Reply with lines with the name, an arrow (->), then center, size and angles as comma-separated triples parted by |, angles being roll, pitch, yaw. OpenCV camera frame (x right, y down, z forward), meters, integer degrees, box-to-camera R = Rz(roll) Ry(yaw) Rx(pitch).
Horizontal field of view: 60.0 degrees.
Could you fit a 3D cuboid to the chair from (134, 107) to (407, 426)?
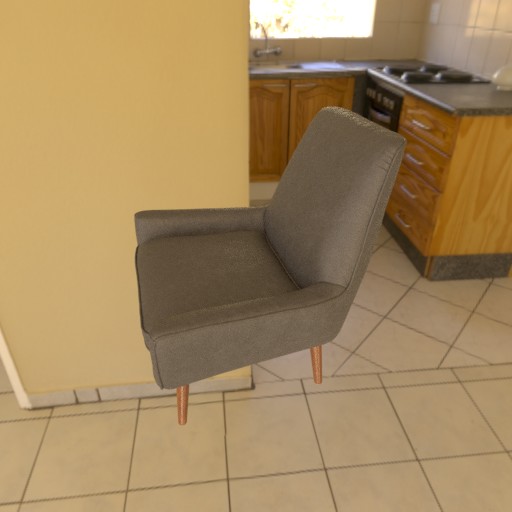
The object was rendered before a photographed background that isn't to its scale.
chair -> 0.000, 0.000, 1.543 | 0.822, 0.888, 0.787 | -8, 32, -14
